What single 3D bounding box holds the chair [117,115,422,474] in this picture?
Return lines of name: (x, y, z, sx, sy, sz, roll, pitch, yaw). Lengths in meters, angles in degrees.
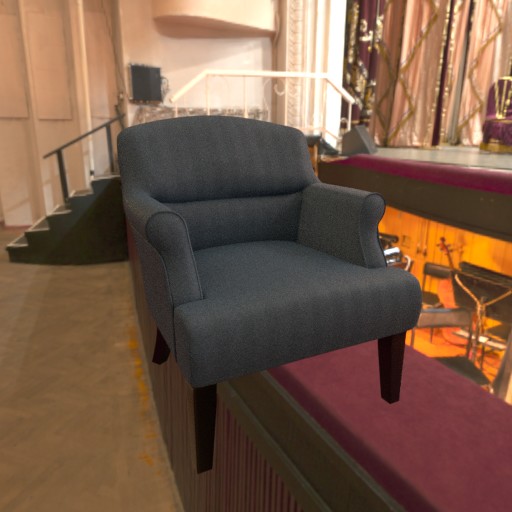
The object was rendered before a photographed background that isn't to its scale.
chair: (0.000, 0.000, 1.425, 0.770, 0.878, 0.754, -8, 18, -26)
